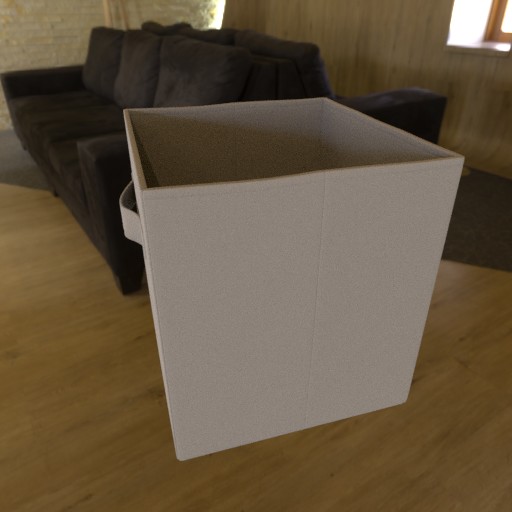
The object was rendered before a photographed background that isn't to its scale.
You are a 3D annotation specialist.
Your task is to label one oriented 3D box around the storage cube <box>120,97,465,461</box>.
[{"bbox_3d":[0.000,0.000,0.494,0.270,0.280,0.270,-9,31,-15],"label":"storage cube"}]
